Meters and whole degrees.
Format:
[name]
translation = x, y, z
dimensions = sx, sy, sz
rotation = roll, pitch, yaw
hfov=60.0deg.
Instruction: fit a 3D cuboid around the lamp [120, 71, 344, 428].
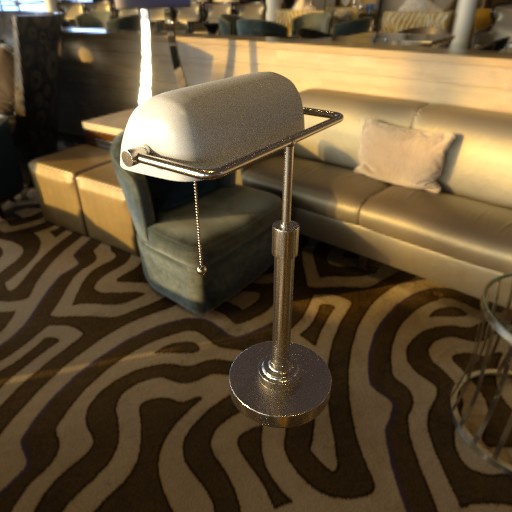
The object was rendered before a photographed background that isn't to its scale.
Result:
[lamp]
translation = 0.000, 0.000, 0.551
dimensions = 0.227, 0.404, 0.269
rotation = 20, 36, 30
